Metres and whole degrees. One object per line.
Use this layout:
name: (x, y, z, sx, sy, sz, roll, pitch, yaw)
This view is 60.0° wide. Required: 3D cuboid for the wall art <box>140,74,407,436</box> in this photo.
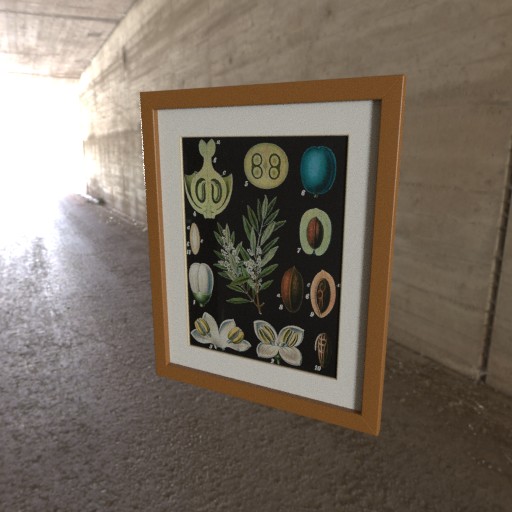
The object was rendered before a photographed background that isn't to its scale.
wall art: (0.000, 0.000, 0.757, 0.449, 0.550, 0.021, 7, 15, 26)
